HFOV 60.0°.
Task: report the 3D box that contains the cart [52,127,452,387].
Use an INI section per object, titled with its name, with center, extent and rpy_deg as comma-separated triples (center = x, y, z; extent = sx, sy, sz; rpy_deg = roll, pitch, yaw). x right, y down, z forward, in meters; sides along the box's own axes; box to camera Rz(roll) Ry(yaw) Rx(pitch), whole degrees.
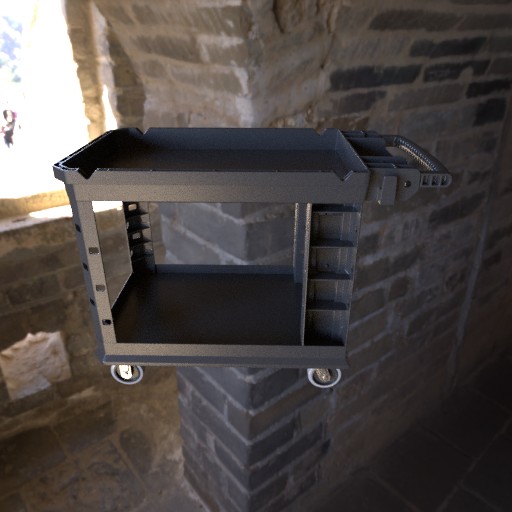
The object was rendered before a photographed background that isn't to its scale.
[cart]
center = 0.000, 0.000, 1.785
extent = 1.239, 0.884, 0.674
rpy_deg = 1, 27, 1
